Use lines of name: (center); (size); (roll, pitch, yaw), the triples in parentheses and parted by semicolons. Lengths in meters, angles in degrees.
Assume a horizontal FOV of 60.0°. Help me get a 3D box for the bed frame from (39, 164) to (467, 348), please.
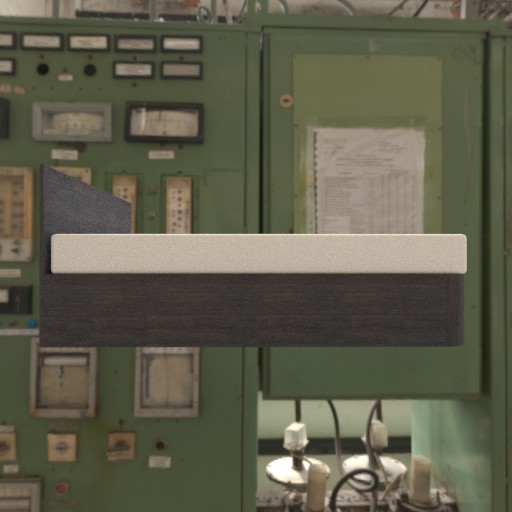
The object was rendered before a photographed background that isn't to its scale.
bed frame: (0.000, 0.000, 2.639); (1.900, 0.800, 1.400); (0, 0, -1)
